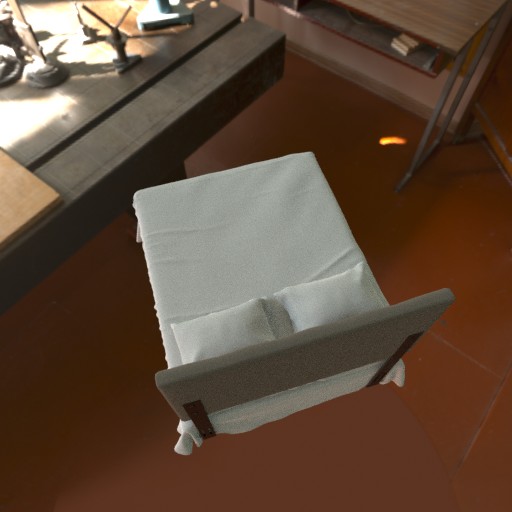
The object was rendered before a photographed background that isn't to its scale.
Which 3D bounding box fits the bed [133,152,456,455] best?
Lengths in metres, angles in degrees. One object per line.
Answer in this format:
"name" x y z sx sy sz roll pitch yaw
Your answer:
"bed" 0.000 0.000 3.413 1.936 1.577 2.222 -15 60 -9
